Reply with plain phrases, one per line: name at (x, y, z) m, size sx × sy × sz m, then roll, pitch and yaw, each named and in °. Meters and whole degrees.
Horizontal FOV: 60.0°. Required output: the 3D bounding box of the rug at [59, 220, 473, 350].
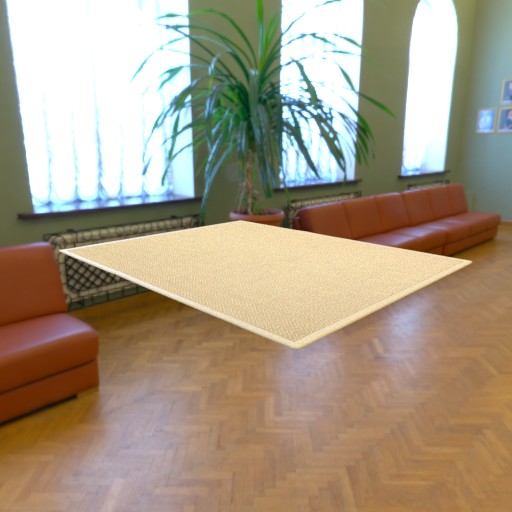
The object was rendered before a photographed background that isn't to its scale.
rug at (0.000, 0.000, 4.105) m, size 3.009 × 0.019 × 2.423 m, roll 14°, pitch 20°, yaw 43°
